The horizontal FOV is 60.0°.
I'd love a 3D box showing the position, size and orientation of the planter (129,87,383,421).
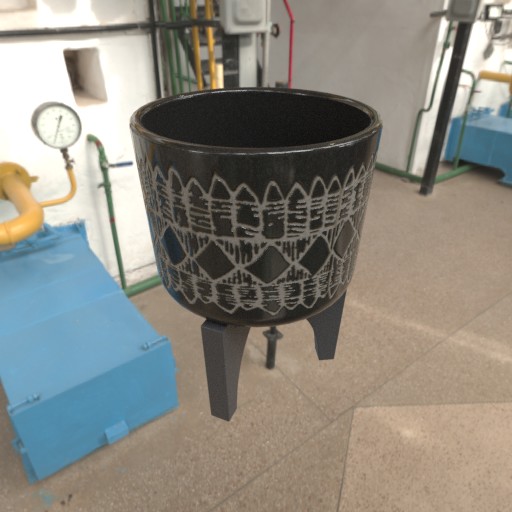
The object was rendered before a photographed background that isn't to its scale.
[{"bbox_3d":[0.000,0.000,0.277,0.129,0.177,0.129,0,32,0],"label":"planter"}]
